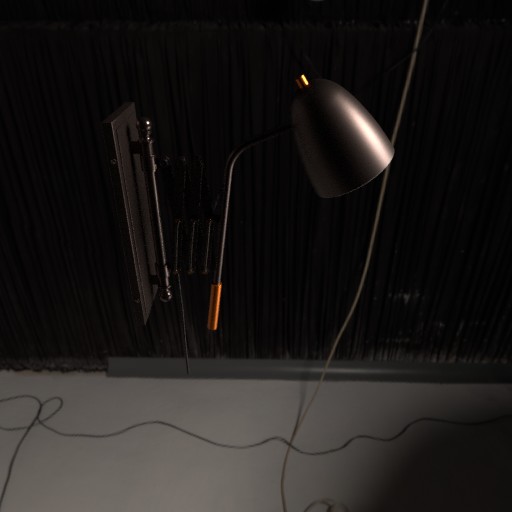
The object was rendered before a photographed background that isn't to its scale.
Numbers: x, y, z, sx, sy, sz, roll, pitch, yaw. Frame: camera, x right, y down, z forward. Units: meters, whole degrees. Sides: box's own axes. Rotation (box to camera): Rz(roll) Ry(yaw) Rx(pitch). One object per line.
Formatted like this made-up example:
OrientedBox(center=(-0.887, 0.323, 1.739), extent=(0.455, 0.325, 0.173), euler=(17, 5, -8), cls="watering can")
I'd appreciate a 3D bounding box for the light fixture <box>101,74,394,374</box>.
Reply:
OrientedBox(center=(0.000, 0.000, 0.931), extent=(0.499, 0.715, 0.162), euler=(0, 31, 0), cls="light fixture")
